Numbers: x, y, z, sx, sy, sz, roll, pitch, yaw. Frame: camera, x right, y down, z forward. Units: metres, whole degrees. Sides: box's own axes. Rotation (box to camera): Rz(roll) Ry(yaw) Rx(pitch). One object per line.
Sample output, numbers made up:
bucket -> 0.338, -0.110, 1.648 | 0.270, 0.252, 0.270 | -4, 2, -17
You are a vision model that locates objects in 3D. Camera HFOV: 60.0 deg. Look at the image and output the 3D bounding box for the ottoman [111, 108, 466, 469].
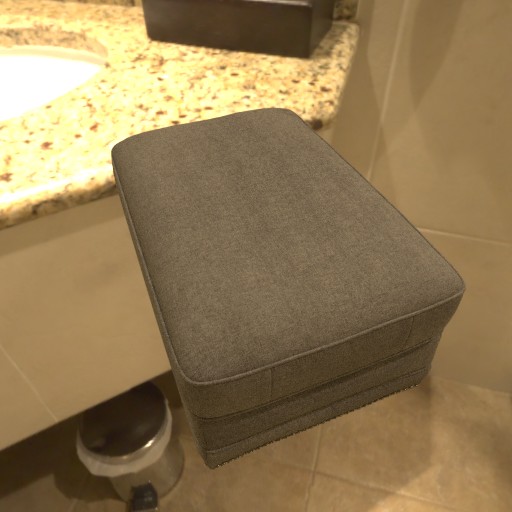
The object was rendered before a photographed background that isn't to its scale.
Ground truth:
ottoman -> 0.000, 0.000, 1.115 | 0.561, 0.457, 0.813 | -16, 47, -15
